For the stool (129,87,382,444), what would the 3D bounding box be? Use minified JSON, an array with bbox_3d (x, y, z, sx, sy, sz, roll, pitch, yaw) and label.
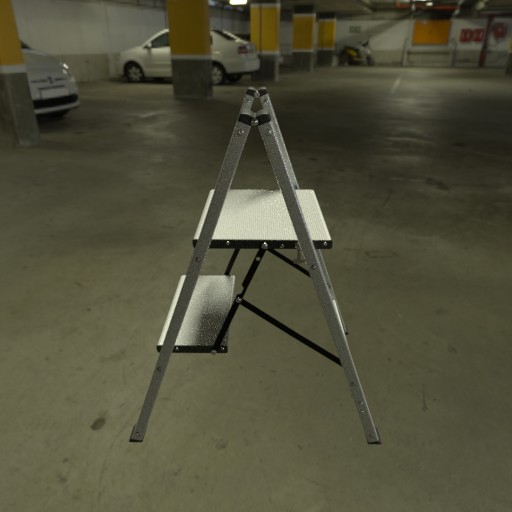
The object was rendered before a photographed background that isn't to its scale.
[{"bbox_3d":[0.000,0.000,0.987,0.535,0.670,0.440,0,26,1],"label":"stool"}]
